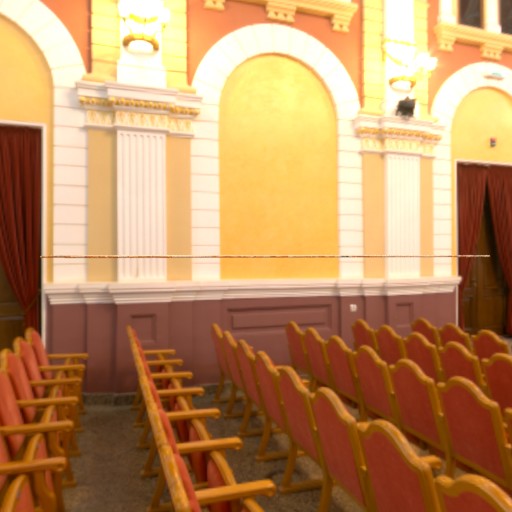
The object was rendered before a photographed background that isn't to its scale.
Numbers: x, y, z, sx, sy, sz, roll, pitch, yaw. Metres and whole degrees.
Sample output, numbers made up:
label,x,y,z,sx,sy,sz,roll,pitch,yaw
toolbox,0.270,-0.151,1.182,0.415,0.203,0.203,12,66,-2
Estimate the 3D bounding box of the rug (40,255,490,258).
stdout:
label,x,y,z,sx,sy,sz,roll,pitch,yaw
rug,0.000,0.000,2.970,2.428,0.010,1.533,0,0,-18
